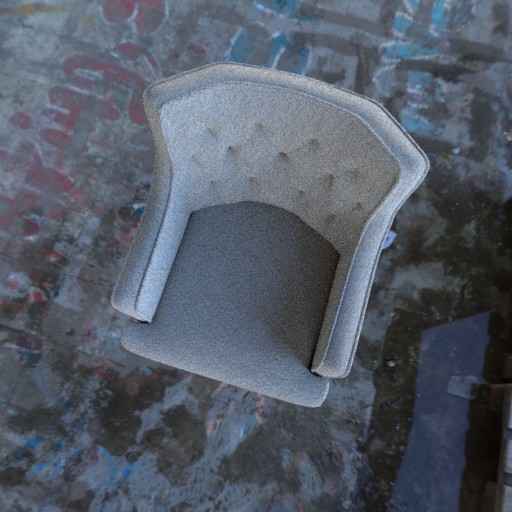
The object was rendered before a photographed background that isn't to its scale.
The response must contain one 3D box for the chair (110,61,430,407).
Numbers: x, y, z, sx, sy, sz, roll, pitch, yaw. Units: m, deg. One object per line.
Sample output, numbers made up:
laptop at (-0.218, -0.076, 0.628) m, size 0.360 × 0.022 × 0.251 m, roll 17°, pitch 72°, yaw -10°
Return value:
chair at (0.000, 0.000, 1.630) m, size 0.820 × 0.920 × 0.910 m, roll 16°, pitch 75°, yaw 4°
